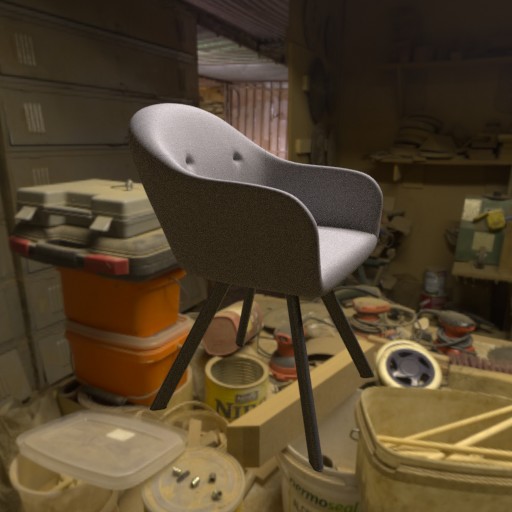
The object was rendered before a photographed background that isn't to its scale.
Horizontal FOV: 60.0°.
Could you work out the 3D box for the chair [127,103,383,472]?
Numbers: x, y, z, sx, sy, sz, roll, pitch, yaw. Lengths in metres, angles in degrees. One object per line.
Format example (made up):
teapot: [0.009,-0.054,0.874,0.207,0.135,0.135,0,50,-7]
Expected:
chair: [0.000,0.000,1.174,0.570,0.780,0.540,8,17,27]
